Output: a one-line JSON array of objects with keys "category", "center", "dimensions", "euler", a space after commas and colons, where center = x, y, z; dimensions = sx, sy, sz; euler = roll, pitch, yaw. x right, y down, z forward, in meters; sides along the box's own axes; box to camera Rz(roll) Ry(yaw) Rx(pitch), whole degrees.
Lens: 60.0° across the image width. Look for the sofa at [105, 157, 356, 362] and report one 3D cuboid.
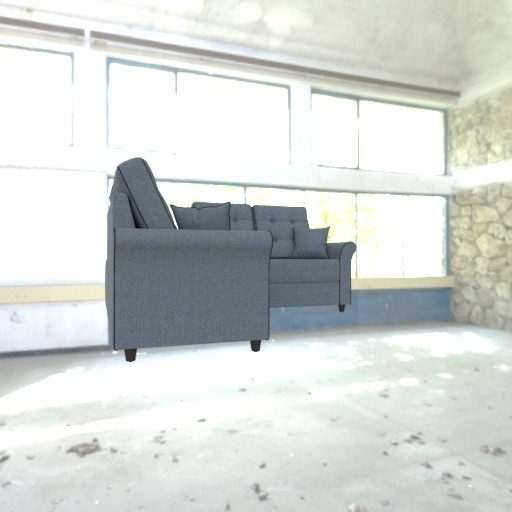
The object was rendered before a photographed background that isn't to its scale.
[{"category": "sofa", "center": [0.000, 0.000, 3.264], "dimensions": [2.070, 0.988, 2.068], "euler": [0, 0, -20]}]
